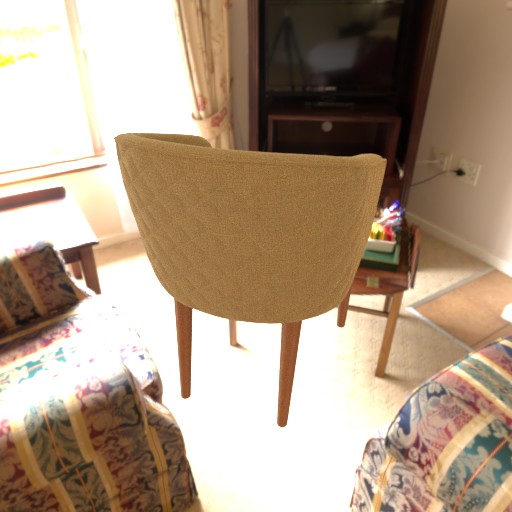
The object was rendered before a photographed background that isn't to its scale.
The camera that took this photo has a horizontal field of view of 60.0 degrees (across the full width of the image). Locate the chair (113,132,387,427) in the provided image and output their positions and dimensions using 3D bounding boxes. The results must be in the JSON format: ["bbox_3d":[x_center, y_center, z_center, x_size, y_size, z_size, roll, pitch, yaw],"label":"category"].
[{"bbox_3d":[0.000,0.000,1.209,0.584,0.775,0.616,10,33,16],"label":"chair"}]
